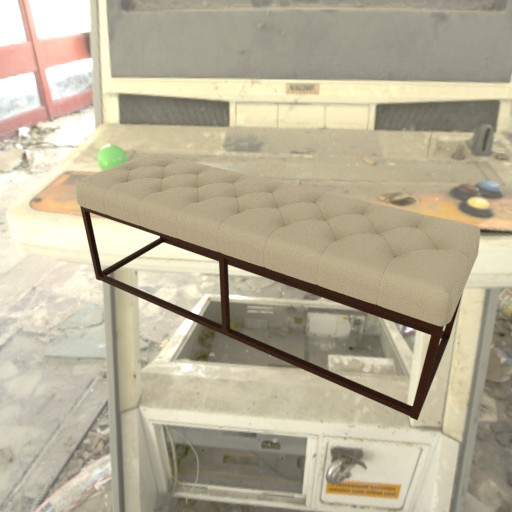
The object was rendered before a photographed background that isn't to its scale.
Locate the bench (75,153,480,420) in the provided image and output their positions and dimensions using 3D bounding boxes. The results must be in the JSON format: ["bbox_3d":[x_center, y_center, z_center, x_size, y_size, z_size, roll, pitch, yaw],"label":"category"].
[{"bbox_3d":[0.000,0.000,1.739,1.488,0.488,0.479,18,35,28],"label":"bench"}]
